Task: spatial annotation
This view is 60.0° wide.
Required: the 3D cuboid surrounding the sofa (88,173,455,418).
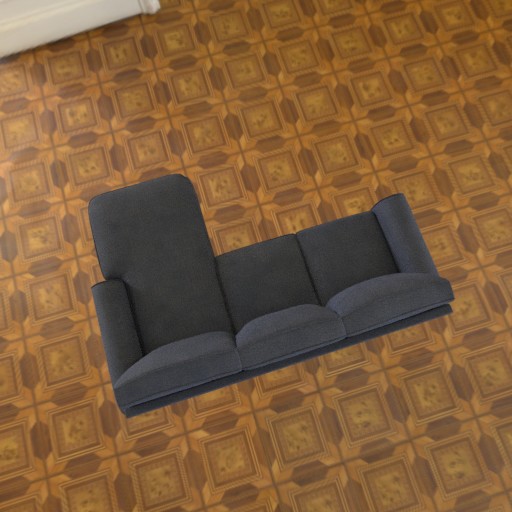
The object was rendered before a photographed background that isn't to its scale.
[{"bbox_3d":[0.000,0.000,3.536,2.567,1.063,1.780,-17,76,-4],"label":"sofa"}]
